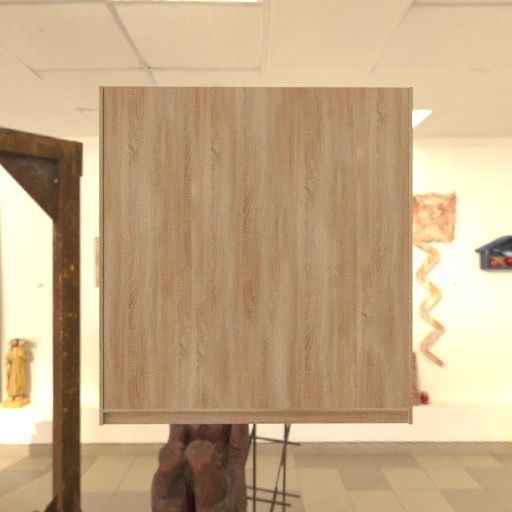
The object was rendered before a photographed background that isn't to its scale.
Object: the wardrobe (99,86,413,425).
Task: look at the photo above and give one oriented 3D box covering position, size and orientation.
[{"bbox_3d":[0.000,0.000,3.121,1.998,2.159,0.598,0,0,-1],"label":"wardrobe"}]
